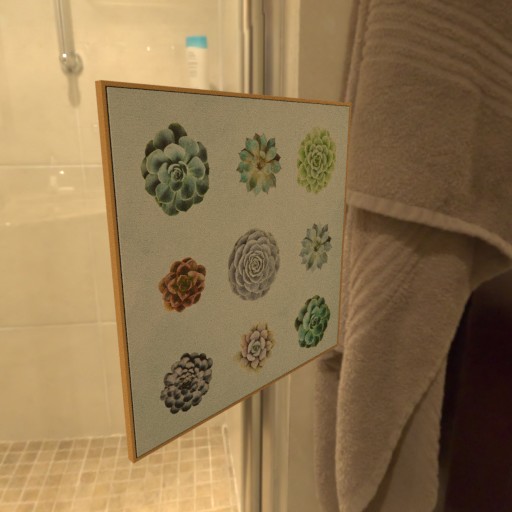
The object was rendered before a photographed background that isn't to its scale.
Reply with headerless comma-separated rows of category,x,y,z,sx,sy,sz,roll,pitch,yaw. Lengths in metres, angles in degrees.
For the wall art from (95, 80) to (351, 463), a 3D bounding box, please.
wall art,0.000,0.000,0.664,0.013,0.455,0.457,14,21,42
